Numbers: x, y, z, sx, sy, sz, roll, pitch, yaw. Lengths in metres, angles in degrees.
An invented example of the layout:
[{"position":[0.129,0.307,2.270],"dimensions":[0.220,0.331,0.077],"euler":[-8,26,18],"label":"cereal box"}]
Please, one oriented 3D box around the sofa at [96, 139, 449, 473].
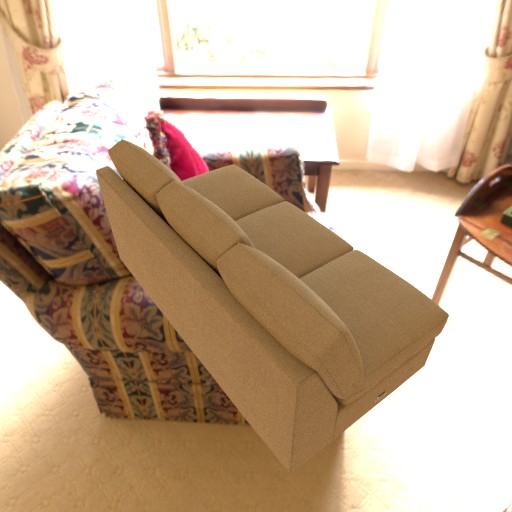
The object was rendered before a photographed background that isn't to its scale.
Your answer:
[{"position":[0.000,0.000,2.768],"dimensions":[1.127,1.036,2.092],"euler":[-26,47,-27],"label":"sofa"}]
